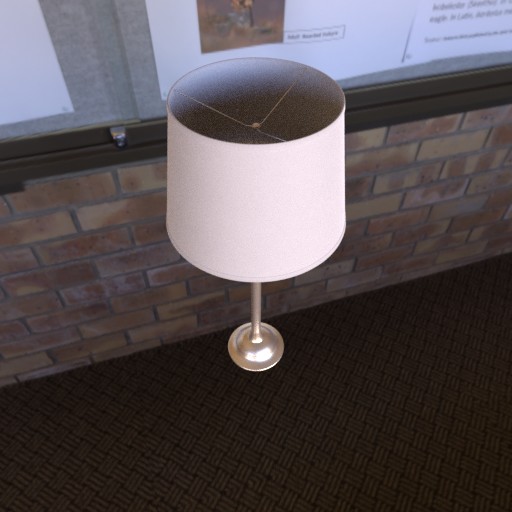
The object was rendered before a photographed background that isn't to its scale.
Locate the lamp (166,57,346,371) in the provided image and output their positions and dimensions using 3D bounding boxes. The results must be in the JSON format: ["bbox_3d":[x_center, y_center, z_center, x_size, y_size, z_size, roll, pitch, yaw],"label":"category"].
[{"bbox_3d":[0.000,0.000,0.910,0.331,0.698,0.331,0,47,0],"label":"lamp"}]
